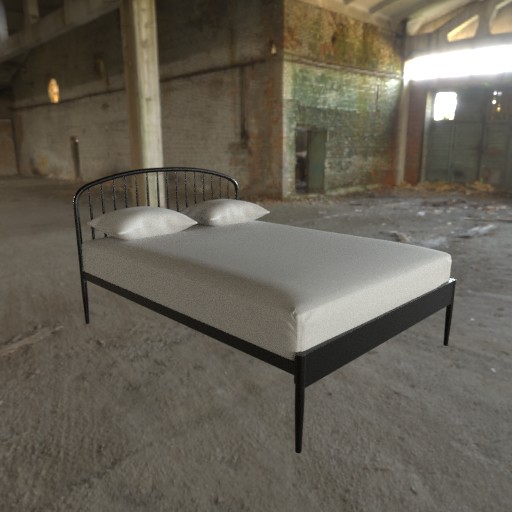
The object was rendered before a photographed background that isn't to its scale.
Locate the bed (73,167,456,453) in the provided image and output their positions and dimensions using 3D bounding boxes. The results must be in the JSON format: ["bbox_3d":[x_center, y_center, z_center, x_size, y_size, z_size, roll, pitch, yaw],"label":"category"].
[{"bbox_3d":[0.000,0.000,3.104,1.618,1.166,2.159,-13,18,-43],"label":"bed"}]
